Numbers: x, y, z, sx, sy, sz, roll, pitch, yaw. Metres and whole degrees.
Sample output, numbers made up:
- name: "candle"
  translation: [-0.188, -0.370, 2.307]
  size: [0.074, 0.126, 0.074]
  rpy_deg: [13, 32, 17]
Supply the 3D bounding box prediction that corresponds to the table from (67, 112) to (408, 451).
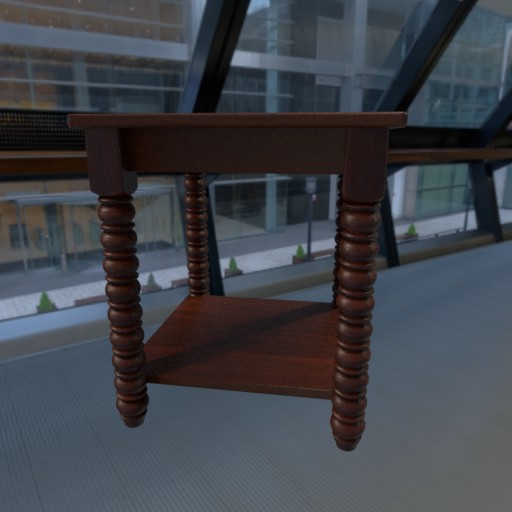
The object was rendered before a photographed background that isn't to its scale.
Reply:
- name: "table"
  translation: [0.000, 0.000, 0.958]
  size: [0.500, 0.567, 0.533]
  rpy_deg: [3, 16, 9]
